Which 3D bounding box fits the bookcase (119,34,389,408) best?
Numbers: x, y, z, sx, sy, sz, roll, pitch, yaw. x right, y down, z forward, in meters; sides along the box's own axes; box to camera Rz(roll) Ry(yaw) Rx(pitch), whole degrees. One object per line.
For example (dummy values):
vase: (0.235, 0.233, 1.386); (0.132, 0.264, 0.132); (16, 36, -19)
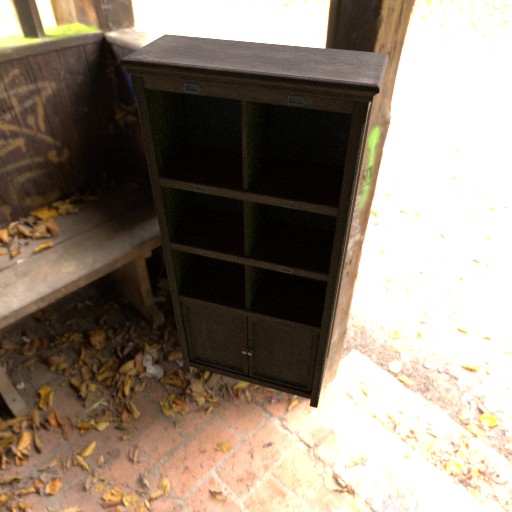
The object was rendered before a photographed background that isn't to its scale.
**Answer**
bookcase: (0.000, 0.000, 2.195); (0.906, 1.880, 0.348); (11, 42, 13)
